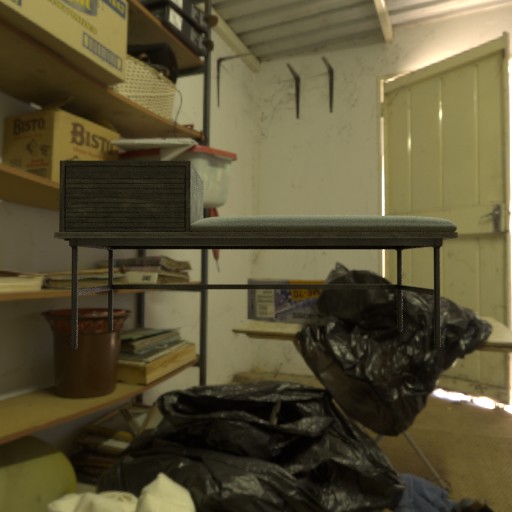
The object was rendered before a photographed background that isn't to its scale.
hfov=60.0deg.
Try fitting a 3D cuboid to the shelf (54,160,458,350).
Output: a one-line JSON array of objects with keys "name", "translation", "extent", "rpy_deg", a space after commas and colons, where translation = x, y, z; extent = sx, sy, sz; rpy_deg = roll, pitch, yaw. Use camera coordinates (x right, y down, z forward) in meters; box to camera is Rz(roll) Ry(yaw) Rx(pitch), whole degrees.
[{"name": "shelf", "translation": [0.000, 0.000, 1.685], "extent": [1.342, 0.633, 0.457], "rpy_deg": [0, -1, -1]}]
